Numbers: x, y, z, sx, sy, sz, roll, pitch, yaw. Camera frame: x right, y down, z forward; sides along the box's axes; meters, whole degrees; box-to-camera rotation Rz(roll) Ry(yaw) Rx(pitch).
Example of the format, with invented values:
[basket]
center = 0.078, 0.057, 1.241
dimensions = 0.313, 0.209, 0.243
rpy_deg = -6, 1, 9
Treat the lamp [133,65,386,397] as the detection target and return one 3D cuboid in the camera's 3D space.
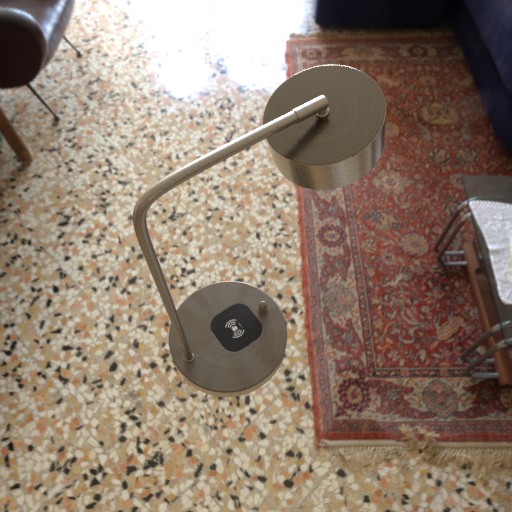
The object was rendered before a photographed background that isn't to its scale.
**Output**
[lamp]
center = 0.000, 0.000, 0.636
dimensions = 0.334, 0.469, 0.211
rpy_deg = -31, 63, -18
